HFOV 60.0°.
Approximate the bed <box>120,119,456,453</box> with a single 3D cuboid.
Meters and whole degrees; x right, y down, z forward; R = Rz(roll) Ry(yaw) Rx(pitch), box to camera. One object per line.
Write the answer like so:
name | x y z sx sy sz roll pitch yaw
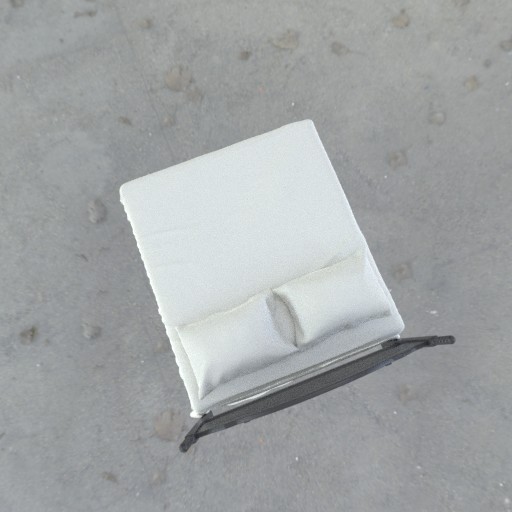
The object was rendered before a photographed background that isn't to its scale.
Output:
bed | 0.000 0.000 3.285 1.873 1.356 2.040 -21 78 -4
